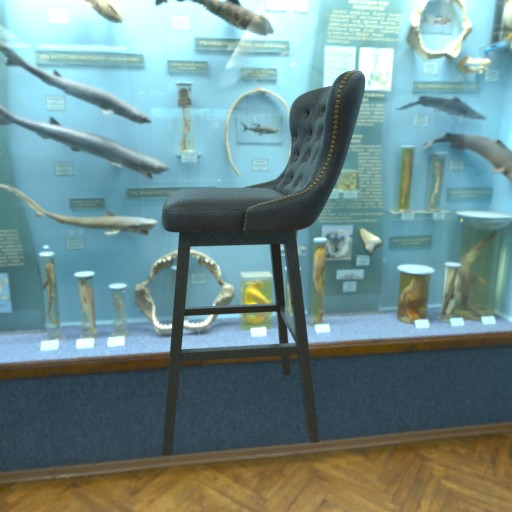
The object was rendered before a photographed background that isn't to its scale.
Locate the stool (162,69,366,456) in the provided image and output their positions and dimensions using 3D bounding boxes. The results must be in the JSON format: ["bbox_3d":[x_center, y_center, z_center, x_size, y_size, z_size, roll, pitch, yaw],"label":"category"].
[{"bbox_3d":[0.000,0.000,1.393,0.601,1.050,0.528,-2,14,-7],"label":"stool"}]
